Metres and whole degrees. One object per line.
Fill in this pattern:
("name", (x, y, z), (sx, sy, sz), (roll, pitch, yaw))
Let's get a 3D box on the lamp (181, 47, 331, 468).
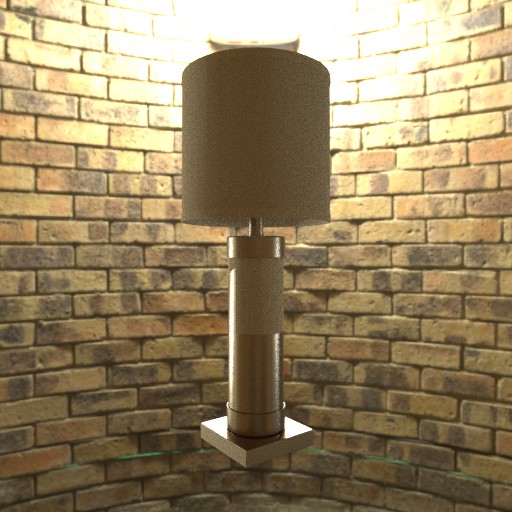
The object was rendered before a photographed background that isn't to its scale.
("lamp", (0.000, 0.000, 0.608), (0.202, 0.509, 0.202), (0, 0, -37))
